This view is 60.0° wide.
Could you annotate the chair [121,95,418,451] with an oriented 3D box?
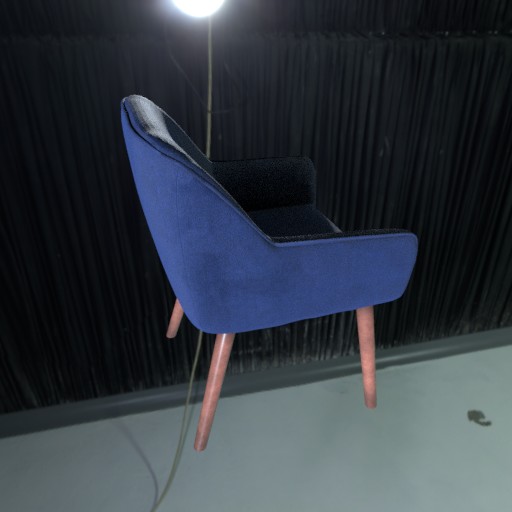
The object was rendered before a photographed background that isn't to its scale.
[{"bbox_3d":[0.000,0.000,1.229,0.600,0.820,0.600,-10,32,-16],"label":"chair"}]
